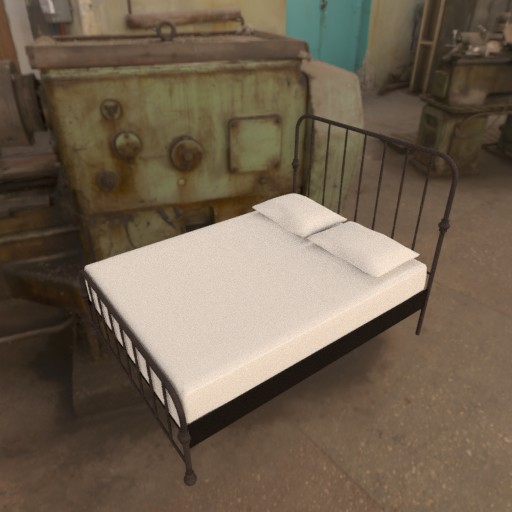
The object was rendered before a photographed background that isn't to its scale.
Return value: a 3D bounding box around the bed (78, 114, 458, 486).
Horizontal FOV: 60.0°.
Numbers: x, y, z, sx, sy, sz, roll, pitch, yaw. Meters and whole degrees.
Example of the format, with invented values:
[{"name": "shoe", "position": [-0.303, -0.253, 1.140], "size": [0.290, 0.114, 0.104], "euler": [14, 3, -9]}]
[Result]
[{"name": "bed", "position": [0.000, 0.000, 3.154], "size": [2.134, 1.446, 1.616], "euler": [-21, 37, -31]}]
